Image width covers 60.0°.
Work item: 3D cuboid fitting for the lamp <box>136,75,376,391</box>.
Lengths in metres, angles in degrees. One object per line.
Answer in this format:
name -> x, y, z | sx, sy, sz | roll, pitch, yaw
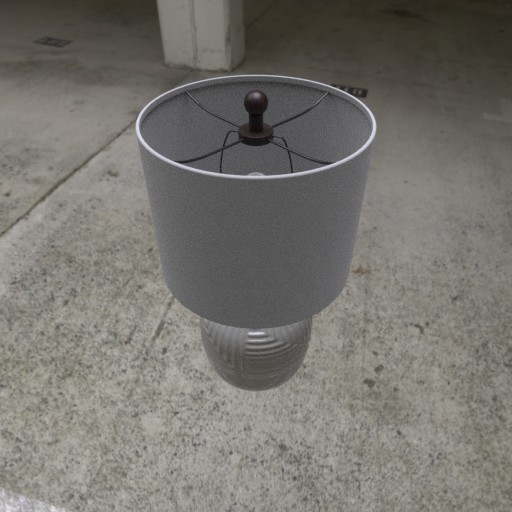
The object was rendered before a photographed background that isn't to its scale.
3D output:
lamp -> 0.000, 0.000, 0.759 | 0.318, 0.567, 0.318 | 0, 41, 0
